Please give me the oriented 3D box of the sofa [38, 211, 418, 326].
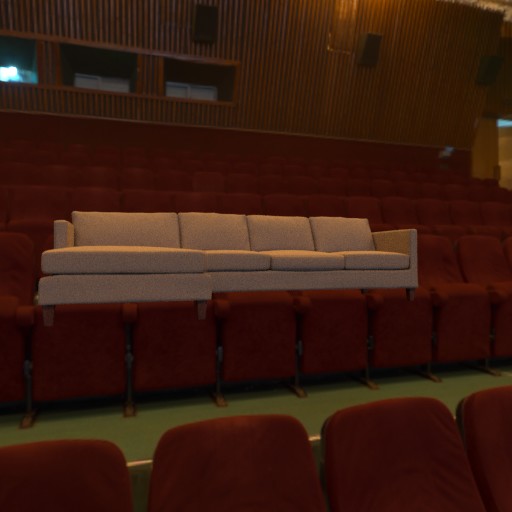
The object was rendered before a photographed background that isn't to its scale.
[{"bbox_3d":[0.000,0.000,3.824,3.186,0.846,1.625,0,0,-18],"label":"sofa"}]
